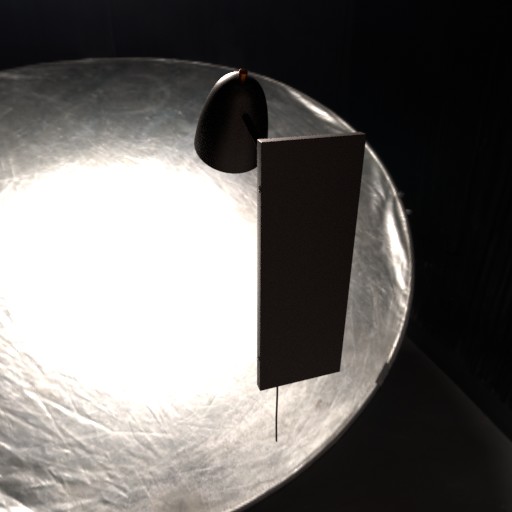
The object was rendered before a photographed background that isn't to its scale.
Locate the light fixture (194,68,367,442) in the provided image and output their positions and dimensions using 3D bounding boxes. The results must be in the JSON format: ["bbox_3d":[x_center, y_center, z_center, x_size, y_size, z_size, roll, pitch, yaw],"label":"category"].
[{"bbox_3d":[0.000,0.000,0.929,0.162,0.715,0.499,-9,28,-16],"label":"light fixture"}]
